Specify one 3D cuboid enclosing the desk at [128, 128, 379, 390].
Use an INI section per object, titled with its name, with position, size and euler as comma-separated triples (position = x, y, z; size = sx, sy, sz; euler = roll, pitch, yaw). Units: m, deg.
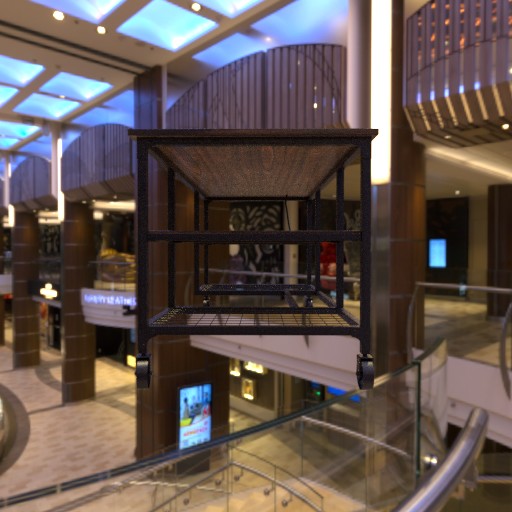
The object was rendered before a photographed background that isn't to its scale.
[desk]
position = 0.000, 0.000, 2.037
size = 0.711, 0.751, 1.590
euler = 0, 1, 1
